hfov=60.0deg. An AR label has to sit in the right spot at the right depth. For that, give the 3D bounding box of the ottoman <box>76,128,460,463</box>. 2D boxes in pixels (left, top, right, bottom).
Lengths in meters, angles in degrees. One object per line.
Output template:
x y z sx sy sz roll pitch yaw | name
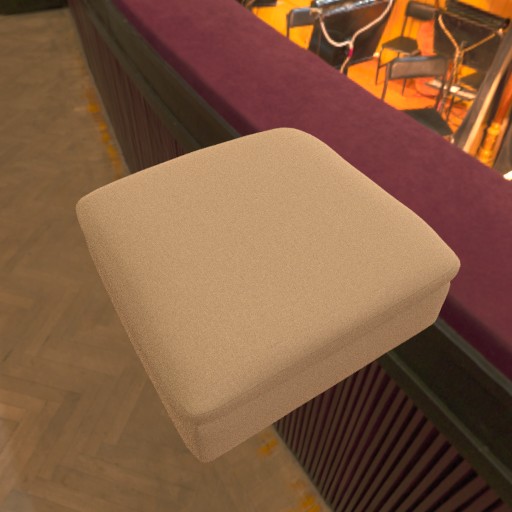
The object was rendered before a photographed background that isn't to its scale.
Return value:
0.000 0.000 1.573 0.996 0.467 0.977 -24 51 -21 | ottoman
